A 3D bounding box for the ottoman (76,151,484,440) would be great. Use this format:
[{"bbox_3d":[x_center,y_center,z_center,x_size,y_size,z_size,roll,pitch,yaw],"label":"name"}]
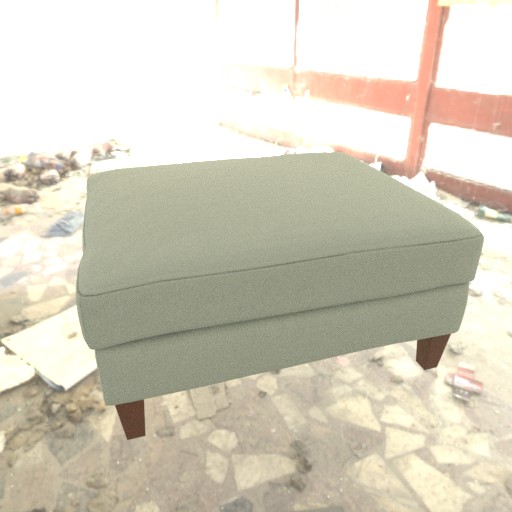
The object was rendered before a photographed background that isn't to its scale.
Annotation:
[{"bbox_3d":[0.000,0.000,1.414,0.991,0.494,0.842,-8,29,-15],"label":"ottoman"}]
